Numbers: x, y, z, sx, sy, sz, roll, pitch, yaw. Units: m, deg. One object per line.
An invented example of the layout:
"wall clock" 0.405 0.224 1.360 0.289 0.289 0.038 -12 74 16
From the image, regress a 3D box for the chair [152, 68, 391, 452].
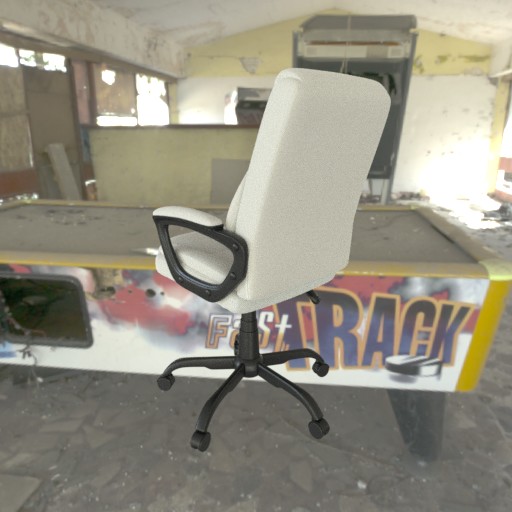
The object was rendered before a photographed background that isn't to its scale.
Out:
"chair" 0.000 0.000 1.442 0.669 1.065 0.663 15 21 43
